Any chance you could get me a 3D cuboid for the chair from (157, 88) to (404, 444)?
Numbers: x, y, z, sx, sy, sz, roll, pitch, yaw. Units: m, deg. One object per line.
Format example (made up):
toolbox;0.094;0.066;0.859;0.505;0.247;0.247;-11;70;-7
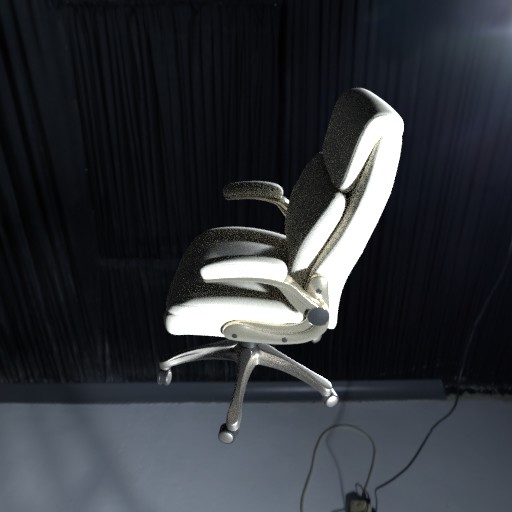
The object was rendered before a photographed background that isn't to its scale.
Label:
chair;0.000;0.000;1.602;0.794;1.110;0.740;-1;28;-1
